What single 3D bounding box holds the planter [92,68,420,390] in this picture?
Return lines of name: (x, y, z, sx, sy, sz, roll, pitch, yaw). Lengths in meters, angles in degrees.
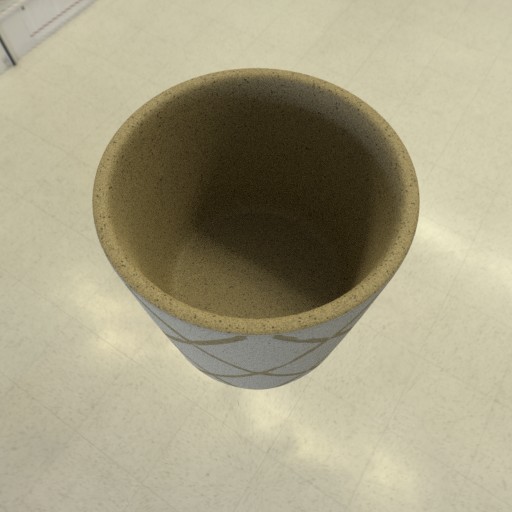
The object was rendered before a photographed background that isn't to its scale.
planter: (0.000, 0.000, 0.414, 0.228, 0.235, 0.228, 0, 62, 0)
